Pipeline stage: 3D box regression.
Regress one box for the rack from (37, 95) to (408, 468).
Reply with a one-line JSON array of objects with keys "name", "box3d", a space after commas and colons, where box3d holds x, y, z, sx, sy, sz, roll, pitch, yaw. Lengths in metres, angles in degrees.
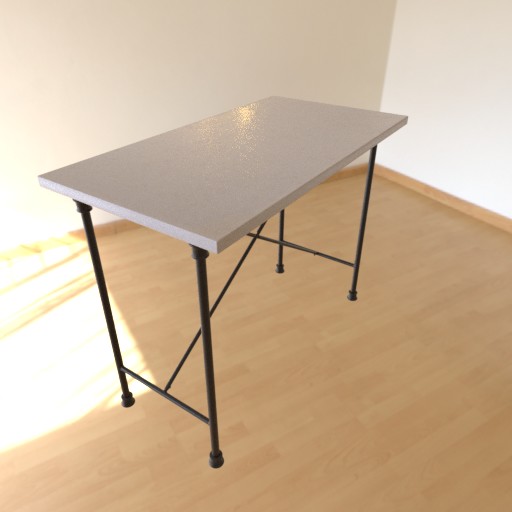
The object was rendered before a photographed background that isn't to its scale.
[{"name": "rack", "box3d": [0.000, 0.000, 1.664, 0.613, 0.880, 1.159, 20, 37, 29]}]
